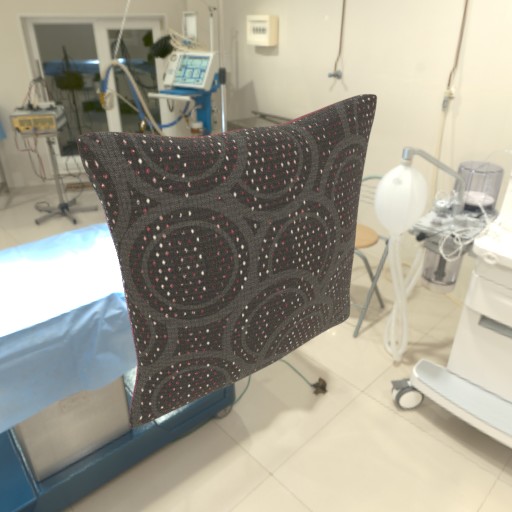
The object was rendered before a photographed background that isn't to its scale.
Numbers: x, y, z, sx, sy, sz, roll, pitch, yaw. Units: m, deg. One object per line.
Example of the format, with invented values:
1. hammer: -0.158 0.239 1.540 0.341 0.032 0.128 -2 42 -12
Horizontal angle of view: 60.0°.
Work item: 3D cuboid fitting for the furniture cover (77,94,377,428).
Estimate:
1. furniture cover: 0.000 0.000 0.798 0.552 0.509 0.193 -20 34 -32
